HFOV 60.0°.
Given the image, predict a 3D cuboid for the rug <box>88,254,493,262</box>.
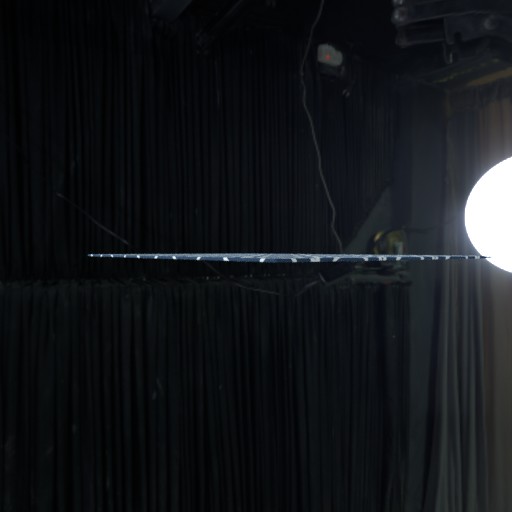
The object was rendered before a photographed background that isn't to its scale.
[{"bbox_3d":[0.000,0.000,2.195,1.143,0.010,1.753,0,1,-36],"label":"rug"}]
